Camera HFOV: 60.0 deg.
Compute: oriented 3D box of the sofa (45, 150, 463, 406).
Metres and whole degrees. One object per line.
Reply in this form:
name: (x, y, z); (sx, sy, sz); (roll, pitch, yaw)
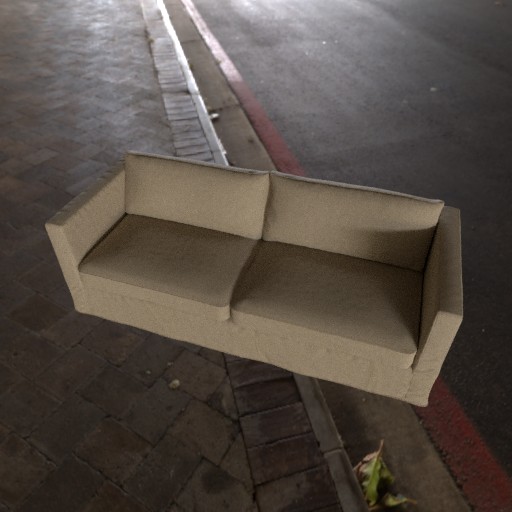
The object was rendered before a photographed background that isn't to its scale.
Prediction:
sofa: (0.000, 0.000, 2.755); (2.296, 0.847, 0.956); (12, 42, 14)
